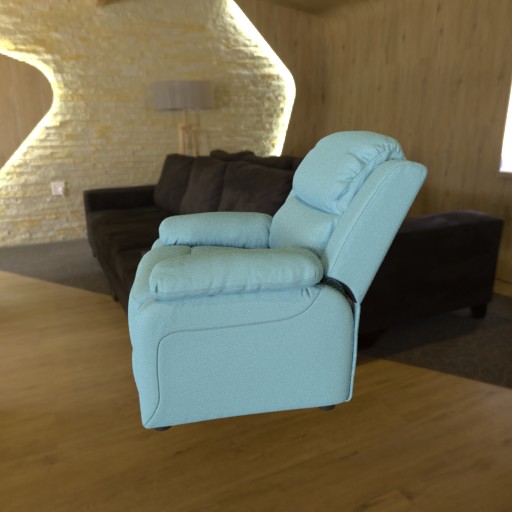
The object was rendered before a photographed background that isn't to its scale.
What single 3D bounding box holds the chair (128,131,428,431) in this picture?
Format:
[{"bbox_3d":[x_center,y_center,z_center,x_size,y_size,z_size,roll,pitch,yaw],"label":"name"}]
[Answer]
[{"bbox_3d":[0.000,0.000,1.291,0.709,0.702,0.680,-3,16,-9],"label":"chair"}]
